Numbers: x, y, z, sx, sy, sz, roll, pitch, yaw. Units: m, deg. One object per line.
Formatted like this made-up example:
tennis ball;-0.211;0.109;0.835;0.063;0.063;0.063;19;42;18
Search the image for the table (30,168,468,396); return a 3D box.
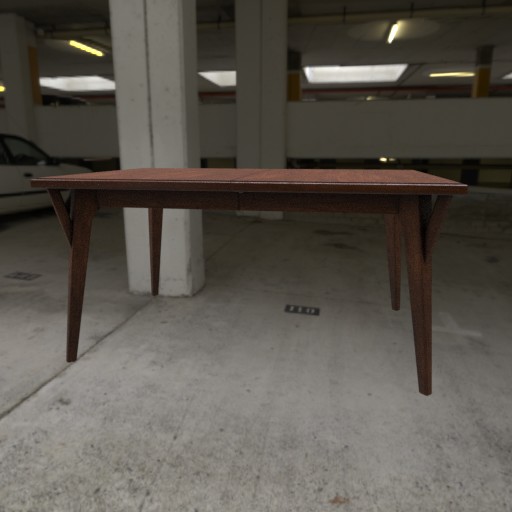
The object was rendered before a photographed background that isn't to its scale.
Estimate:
table;0.000;0.000;2.073;1.524;0.761;0.990;2;14;10
